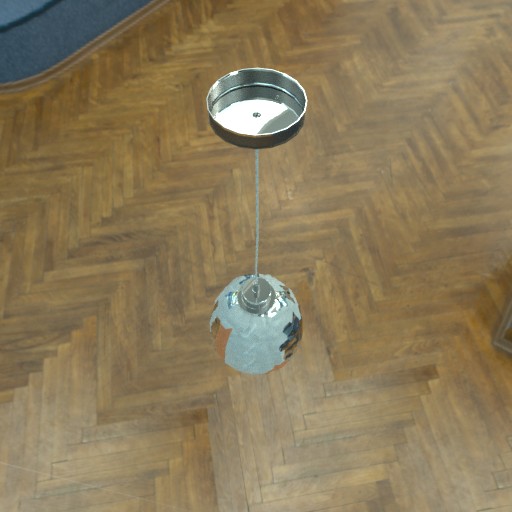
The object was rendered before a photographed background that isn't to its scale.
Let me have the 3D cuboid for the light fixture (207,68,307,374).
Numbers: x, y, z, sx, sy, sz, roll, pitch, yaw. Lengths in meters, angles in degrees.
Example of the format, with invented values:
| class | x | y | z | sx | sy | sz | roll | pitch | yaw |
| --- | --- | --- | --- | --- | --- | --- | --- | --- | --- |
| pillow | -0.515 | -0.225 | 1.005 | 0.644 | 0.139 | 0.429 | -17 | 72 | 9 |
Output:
| class | x | y | z | sx | sy | sz | roll | pitch | yaw |
| --- | --- | --- | --- | --- | --- | --- | --- | --- | --- |
| light fixture | 0.000 | 0.000 | 1.758 | 0.500 | 1.511 | 0.496 | 33 | 64 | 19 |
